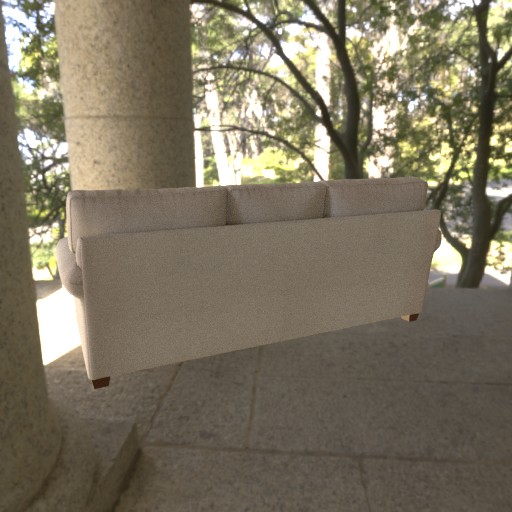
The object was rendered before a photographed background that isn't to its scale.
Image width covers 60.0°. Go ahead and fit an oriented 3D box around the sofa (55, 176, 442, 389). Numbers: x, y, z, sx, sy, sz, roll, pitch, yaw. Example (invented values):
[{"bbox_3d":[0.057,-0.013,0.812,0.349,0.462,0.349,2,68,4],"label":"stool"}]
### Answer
[{"bbox_3d":[0.000,0.000,2.822,2.312,0.975,0.965,-6,15,-25],"label":"sofa"}]
